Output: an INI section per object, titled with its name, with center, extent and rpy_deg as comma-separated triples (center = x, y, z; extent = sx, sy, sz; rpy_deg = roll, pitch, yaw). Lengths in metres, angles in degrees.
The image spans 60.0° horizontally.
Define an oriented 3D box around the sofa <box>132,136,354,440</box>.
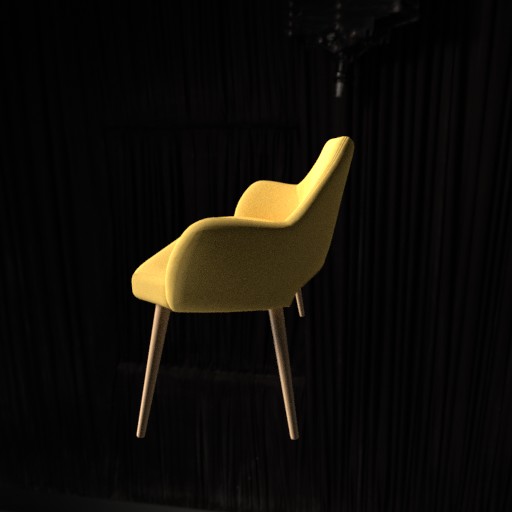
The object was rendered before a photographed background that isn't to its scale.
[sofa]
center = 0.000, 0.000, 1.634
extent = 0.610, 0.840, 1.150
rpy_deg = 2, 14, 7
